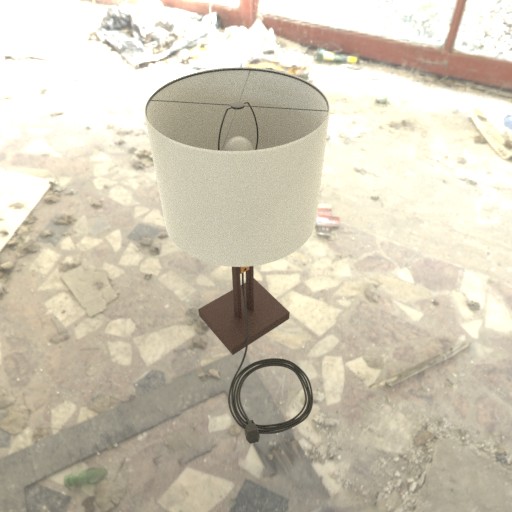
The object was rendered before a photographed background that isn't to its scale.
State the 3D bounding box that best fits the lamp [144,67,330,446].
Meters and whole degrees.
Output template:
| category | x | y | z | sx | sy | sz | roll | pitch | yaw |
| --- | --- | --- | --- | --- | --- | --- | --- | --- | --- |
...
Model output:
| category | x | y | z | sx | sy | sz | roll | pitch | yaw |
| --- | --- | --- | --- | --- | --- | --- | --- | --- | --- |
| lamp | 0.000 | 0.000 | 1.031 | 0.396 | 0.668 | 0.525 | -28 | 51 | -26 |
